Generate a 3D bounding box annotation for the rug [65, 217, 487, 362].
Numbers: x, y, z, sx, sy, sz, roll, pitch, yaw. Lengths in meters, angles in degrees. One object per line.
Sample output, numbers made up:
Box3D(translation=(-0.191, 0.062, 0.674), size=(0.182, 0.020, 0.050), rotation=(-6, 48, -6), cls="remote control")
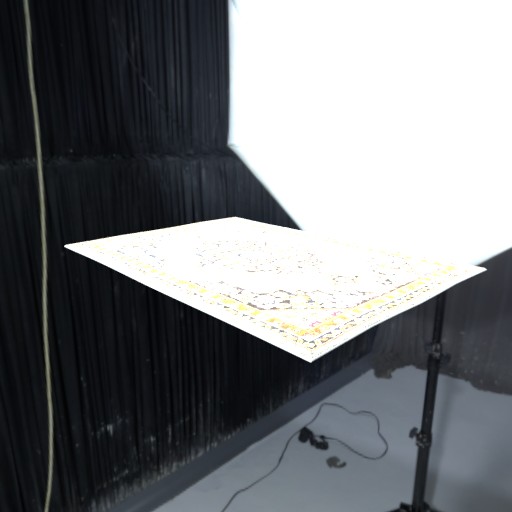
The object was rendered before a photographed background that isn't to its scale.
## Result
Box3D(translation=(0.000, 0.000, 3.670), size=(2.043, 0.026, 2.901), rotation=(-14, 21, -41), cls="rug")
